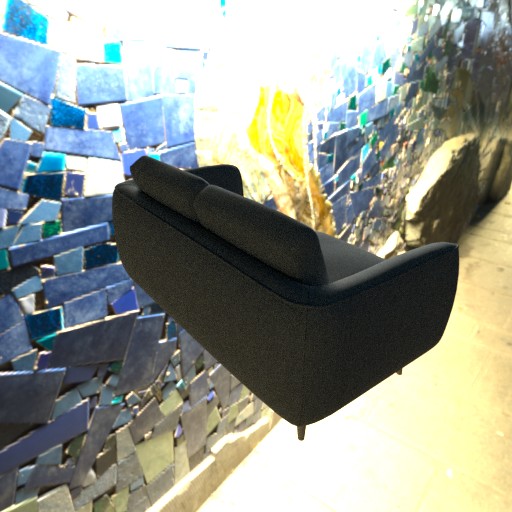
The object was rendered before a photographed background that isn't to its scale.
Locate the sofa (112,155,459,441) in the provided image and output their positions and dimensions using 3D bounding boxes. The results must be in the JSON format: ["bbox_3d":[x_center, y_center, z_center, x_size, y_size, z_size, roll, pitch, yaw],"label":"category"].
[{"bbox_3d":[0.000,0.000,2.220,0.920,0.870,1.700,-19,32,-33],"label":"sofa"}]
